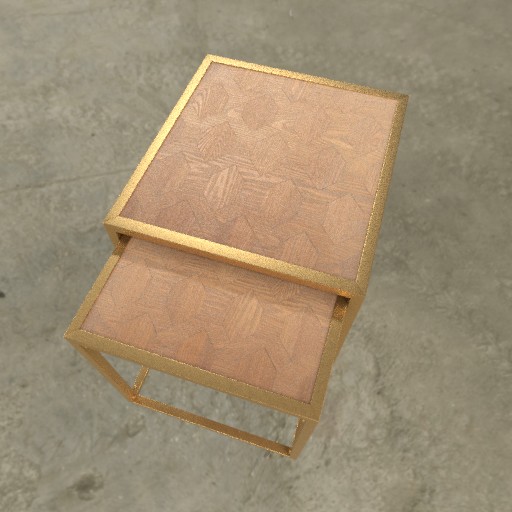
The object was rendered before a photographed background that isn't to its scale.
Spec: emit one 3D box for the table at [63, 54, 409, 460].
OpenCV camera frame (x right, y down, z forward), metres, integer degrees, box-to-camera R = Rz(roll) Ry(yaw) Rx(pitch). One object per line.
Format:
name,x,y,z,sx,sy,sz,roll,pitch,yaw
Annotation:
table,0.000,0.000,1.095,0.505,0.505,0.762,15,60,9
